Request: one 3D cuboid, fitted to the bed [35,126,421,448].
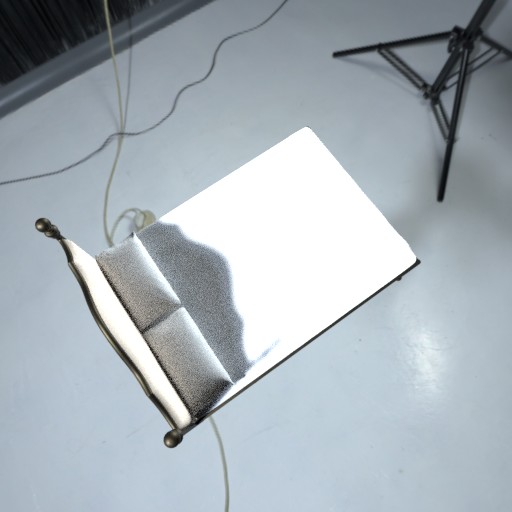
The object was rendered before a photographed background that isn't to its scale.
[{"bbox_3d":[0.000,0.000,3.293,2.170,1.462,1.533,-34,77,-9],"label":"bed"}]
